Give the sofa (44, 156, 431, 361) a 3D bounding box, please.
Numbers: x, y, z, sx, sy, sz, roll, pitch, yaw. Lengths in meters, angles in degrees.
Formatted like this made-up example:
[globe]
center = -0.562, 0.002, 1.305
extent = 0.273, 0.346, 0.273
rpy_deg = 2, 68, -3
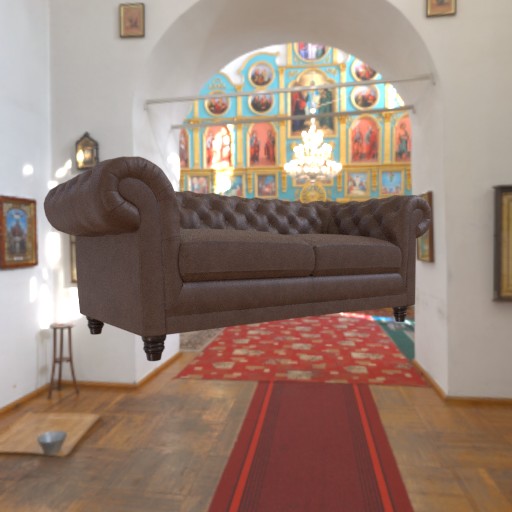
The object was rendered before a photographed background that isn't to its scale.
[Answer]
[sofa]
center = 0.000, 0.000, 2.479
extent = 2.048, 0.784, 0.955
rpy_deg = 0, 0, -37
